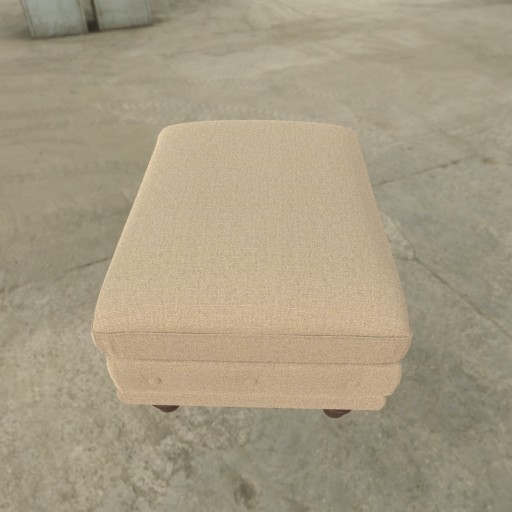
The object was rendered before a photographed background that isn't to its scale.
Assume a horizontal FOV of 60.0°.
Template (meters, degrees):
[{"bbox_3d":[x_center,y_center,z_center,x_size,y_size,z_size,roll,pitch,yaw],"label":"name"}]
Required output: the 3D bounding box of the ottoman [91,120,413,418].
[{"bbox_3d":[0.000,0.000,1.038,0.541,0.463,0.684,1,43,2],"label":"ottoman"}]
